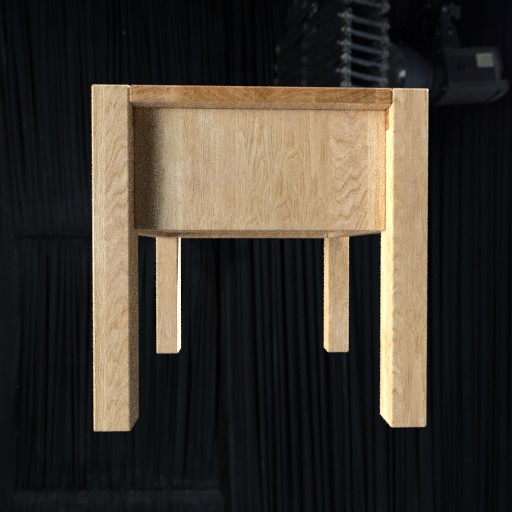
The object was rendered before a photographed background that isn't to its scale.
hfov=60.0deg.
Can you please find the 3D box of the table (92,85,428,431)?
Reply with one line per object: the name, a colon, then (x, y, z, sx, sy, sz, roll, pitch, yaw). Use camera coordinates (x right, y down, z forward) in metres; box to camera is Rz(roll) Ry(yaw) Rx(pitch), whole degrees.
table: (0.000, 0.000, 0.820, 0.440, 0.450, 0.480, 0, 1, -2)
